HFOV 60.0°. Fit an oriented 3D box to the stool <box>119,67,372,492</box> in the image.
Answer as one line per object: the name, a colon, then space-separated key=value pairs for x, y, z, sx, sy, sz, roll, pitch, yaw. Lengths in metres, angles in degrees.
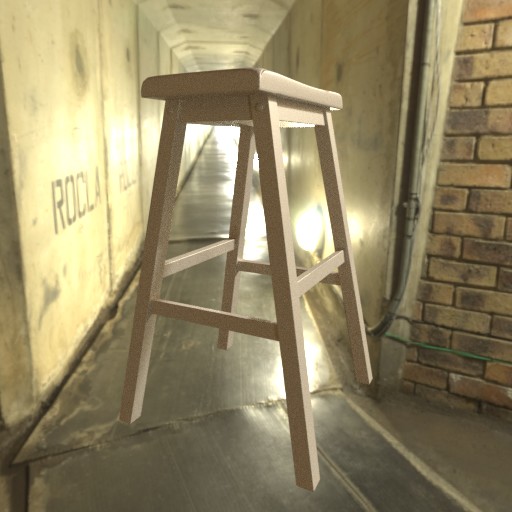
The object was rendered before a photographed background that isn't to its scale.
stool: x=0.000 y=0.000 z=1.025 sx=0.476 sy=0.737 sz=0.457 roll=7 pitch=16 yaw=27
